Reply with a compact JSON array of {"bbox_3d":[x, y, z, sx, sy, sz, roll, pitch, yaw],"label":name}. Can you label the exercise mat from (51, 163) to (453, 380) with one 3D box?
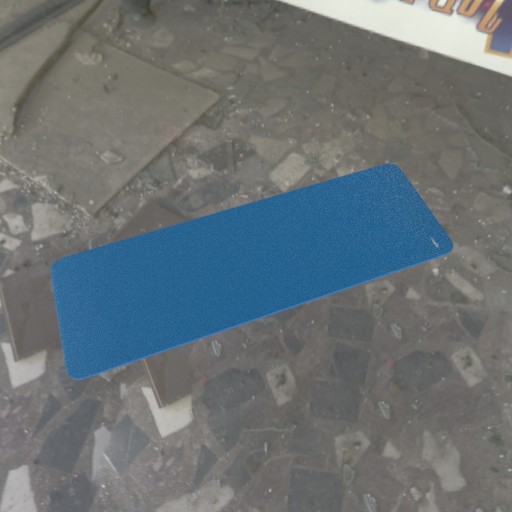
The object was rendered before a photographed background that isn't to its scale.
[{"bbox_3d":[0.000,0.000,2.127,1.869,0.021,0.616,-17,60,-11],"label":"exercise mat"}]
